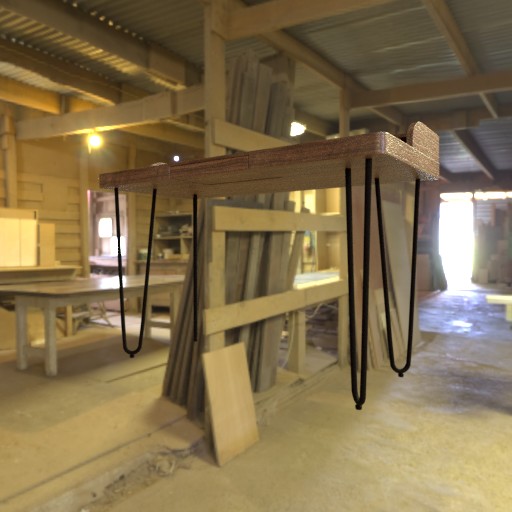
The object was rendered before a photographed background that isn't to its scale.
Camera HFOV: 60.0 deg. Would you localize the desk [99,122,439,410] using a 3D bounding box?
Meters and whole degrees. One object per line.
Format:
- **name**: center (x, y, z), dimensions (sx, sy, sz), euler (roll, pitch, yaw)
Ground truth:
- **desk**: center (0.000, 0.000, 1.704), dimensions (1.200, 0.854, 0.565), euler (1, 2, 36)
